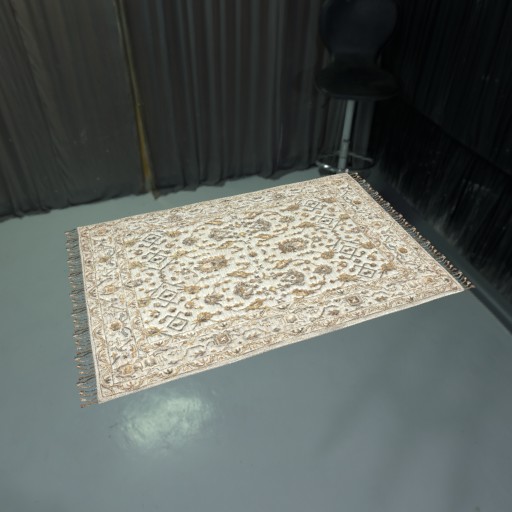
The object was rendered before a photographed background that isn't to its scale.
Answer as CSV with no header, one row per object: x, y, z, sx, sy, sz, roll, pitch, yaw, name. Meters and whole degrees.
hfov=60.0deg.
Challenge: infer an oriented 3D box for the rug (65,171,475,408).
0.000,0.000,3.035,2.434,0.027,1.529,-14,43,-15,rug
